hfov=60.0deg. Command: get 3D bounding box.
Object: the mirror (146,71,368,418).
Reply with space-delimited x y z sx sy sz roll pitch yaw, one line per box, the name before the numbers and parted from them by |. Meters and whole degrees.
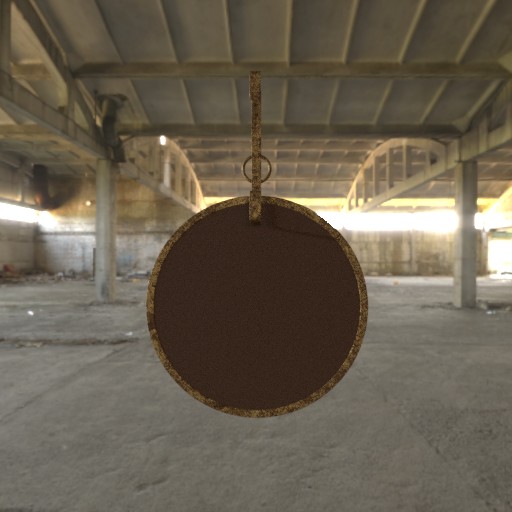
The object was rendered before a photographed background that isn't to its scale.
mirror | 0.000 0.000 0.844 0.447 0.651 0.144 0 0 1
